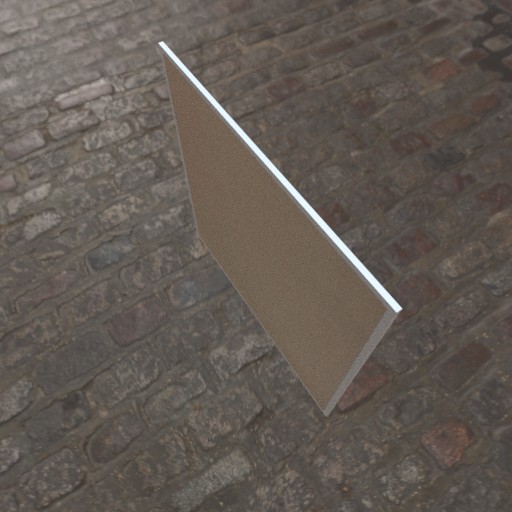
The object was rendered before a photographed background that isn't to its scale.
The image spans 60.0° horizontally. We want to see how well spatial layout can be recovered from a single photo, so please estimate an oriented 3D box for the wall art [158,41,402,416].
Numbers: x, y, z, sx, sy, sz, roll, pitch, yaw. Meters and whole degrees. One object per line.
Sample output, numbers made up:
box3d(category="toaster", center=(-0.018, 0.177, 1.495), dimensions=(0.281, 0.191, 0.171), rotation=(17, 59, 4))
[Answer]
box3d(category="wall art", center=(0.000, 0.000, 0.680), dimensions=(0.007, 0.456, 0.456), rotation=(-29, 64, -16))
